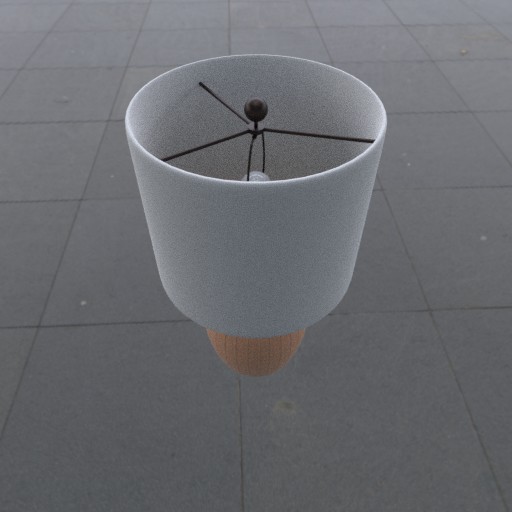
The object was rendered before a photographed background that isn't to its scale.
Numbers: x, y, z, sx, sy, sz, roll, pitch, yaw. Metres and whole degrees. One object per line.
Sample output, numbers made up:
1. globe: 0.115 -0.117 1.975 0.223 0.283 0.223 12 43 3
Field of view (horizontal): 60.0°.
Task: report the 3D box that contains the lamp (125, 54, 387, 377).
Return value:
1. lamp: 0.000 0.000 0.760 0.329 0.570 0.329 0 46 0
